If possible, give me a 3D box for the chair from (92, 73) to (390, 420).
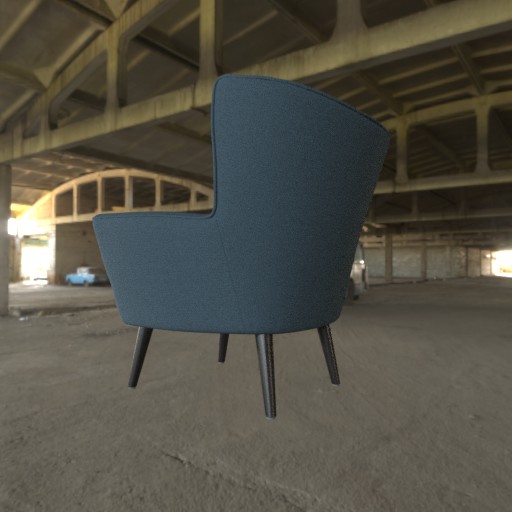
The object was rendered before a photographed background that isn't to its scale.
[{"bbox_3d":[0.000,0.000,1.559,0.888,0.933,0.781,-1,-1,36],"label":"chair"}]
